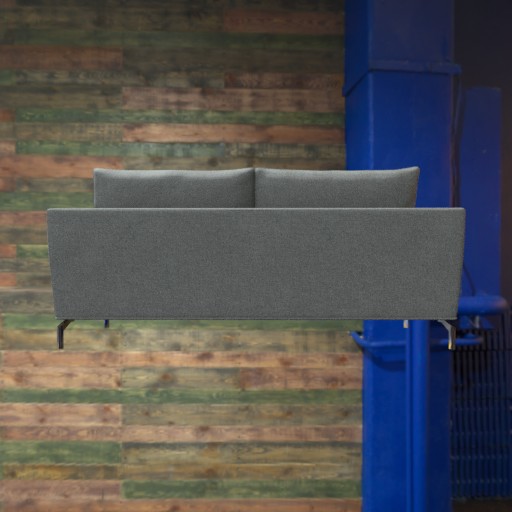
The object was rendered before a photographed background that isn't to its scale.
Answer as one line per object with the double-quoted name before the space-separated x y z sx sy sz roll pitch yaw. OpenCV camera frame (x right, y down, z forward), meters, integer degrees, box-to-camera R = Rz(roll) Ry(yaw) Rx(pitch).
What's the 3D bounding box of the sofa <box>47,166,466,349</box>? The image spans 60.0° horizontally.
"sofa" 0.000 0.000 2.742 2.212 1.002 0.869 0 0 0
